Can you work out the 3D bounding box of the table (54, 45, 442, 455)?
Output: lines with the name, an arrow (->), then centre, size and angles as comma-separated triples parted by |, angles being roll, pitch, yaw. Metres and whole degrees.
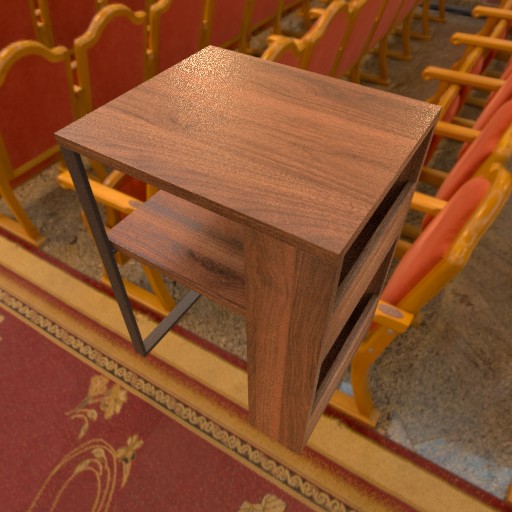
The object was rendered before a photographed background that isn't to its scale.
table -> 0.000, 0.000, 1.539 | 0.786, 1.041, 0.660 | 25, 51, 22
